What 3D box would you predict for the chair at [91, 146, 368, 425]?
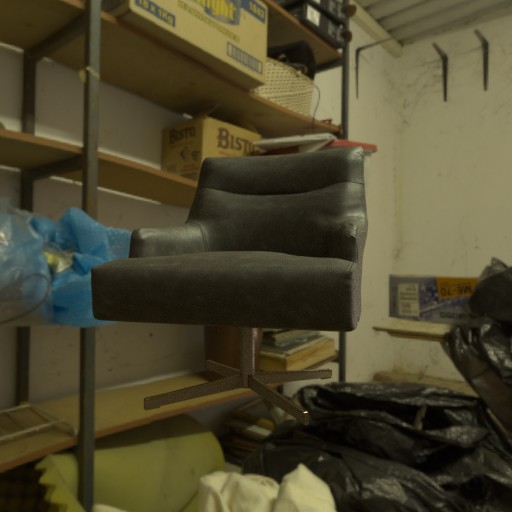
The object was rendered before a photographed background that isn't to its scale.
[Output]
[{"bbox_3d":[0.000,0.000,1.523,0.738,0.870,0.874,0,-1,17],"label":"chair"}]
